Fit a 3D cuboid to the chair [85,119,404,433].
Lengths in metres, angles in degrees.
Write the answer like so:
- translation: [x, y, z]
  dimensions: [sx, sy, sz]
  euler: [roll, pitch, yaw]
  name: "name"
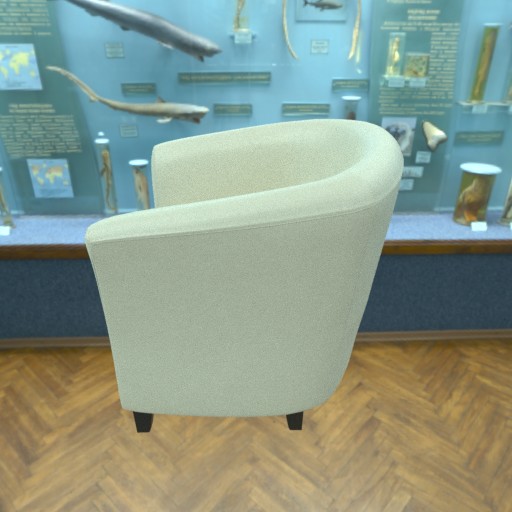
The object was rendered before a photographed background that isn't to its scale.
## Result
- translation: [0.000, 0.000, 1.345]
  dimensions: [0.727, 0.756, 0.792]
  euler: [0, 27, -1]
  name: "chair"
